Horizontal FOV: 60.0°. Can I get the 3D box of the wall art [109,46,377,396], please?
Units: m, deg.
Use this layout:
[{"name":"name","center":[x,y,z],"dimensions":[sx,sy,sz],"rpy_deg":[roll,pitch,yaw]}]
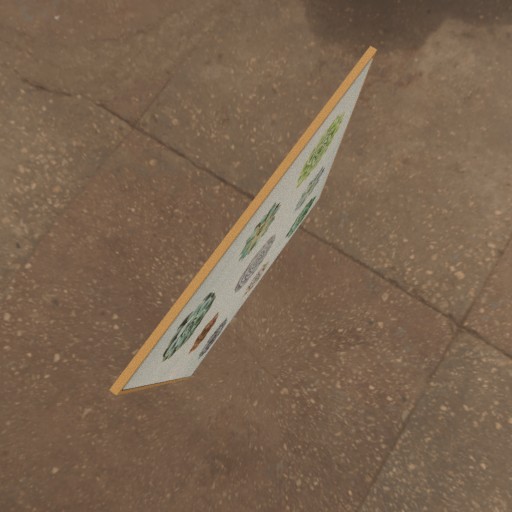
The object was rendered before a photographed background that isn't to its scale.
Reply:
[{"name":"wall art","center":[0.000,0.000,0.973],"dimensions":[0.014,0.655,0.657],"rpy_deg":[35,79,8]}]
